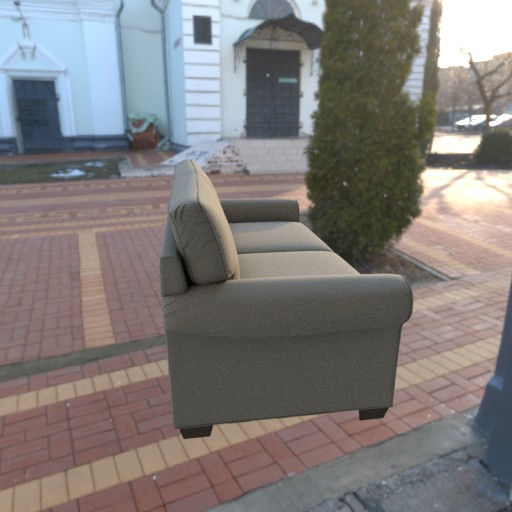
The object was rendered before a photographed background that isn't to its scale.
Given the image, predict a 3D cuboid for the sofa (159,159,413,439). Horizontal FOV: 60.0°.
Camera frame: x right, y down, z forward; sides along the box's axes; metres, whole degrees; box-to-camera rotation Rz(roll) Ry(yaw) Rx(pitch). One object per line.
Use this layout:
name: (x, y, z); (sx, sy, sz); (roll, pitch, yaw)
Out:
sofa: (0.000, 0.000, 2.459); (0.940, 0.952, 1.930); (-3, 17, -9)
